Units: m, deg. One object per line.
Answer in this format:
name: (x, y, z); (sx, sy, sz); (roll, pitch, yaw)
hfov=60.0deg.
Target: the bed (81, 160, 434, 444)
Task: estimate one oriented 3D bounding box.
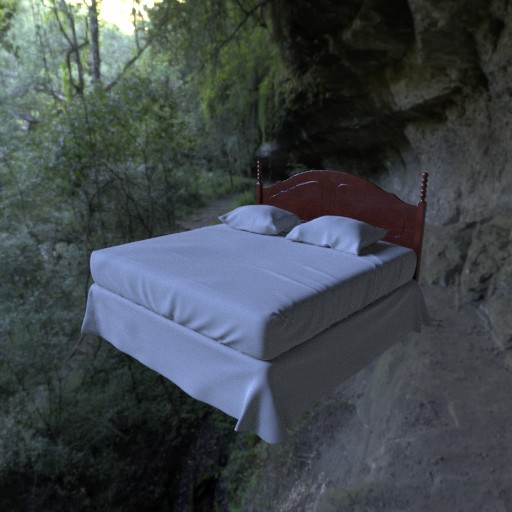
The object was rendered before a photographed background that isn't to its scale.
bed: (0.000, 0.000, 3.714); (2.322, 1.355, 2.219); (15, 22, 41)
